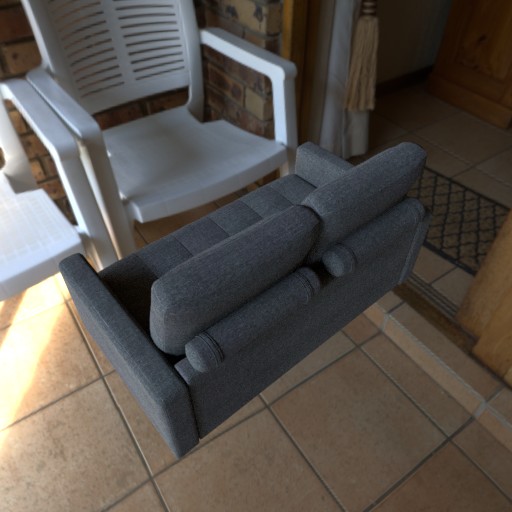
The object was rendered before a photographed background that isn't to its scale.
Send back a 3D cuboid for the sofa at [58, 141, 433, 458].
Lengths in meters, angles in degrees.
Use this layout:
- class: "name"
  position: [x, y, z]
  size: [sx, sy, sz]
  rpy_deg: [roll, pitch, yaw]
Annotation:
- class: "sofa"
  position: [0.000, 0.000, 1.922]
  size: [1.407, 0.907, 0.842]
  rpy_deg: [-31, 53, -27]
